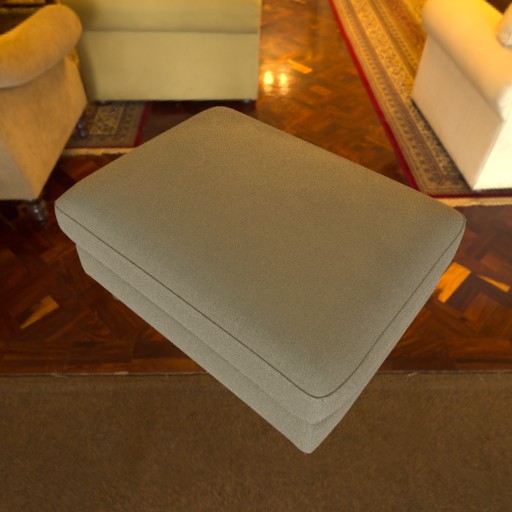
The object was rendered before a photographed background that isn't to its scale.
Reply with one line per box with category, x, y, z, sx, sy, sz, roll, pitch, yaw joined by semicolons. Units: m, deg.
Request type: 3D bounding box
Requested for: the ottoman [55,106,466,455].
ottoman;0.000;0.000;1.140;0.811;0.449;0.608;32;55;26
